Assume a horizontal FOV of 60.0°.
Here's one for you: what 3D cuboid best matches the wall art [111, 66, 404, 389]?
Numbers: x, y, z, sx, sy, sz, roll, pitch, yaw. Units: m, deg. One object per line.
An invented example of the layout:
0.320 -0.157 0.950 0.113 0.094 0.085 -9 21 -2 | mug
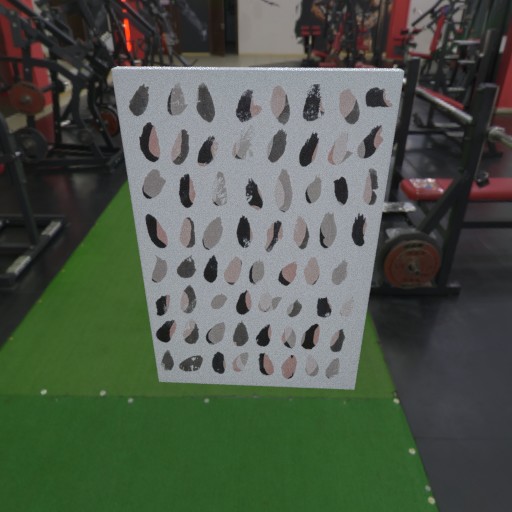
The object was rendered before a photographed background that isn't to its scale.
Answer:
0.000 0.000 1.166 0.610 0.916 0.037 2 30 3 | wall art
